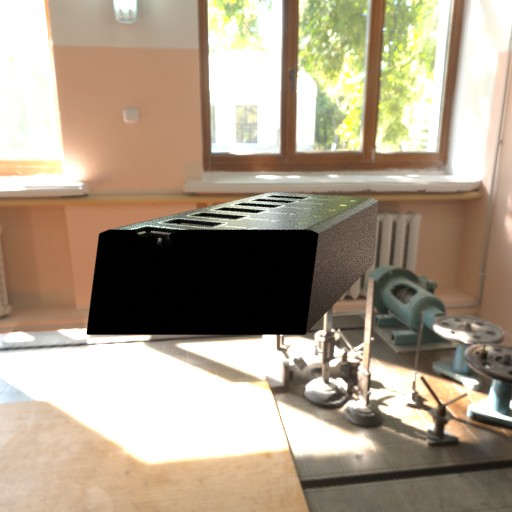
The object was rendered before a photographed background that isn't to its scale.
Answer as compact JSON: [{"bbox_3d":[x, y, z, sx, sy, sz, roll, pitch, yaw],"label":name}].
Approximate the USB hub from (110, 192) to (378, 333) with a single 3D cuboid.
[{"bbox_3d":[0.000,0.000,0.123,0.044,0.023,0.110,7,16,26],"label":"USB hub"}]
